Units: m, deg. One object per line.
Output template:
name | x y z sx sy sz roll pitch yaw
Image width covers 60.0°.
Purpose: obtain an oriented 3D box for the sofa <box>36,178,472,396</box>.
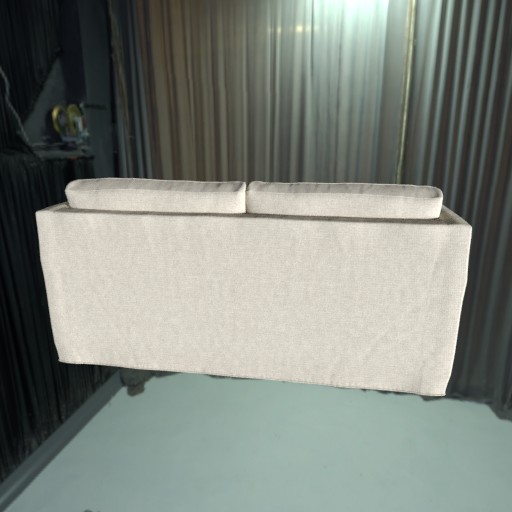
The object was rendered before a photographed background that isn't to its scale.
sofa | 0.000 0.000 2.241 1.766 0.828 0.956 3 17 9
